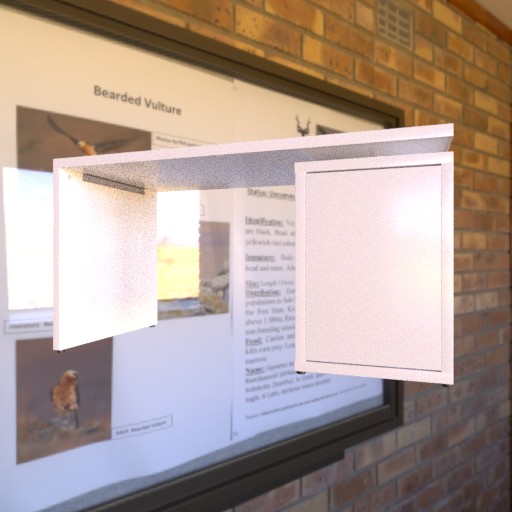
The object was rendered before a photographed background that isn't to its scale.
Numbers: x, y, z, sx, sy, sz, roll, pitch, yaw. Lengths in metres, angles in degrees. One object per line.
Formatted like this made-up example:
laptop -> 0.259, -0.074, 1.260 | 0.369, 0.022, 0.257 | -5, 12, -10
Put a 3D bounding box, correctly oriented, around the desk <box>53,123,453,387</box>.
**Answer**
desk -> 0.000, 0.000, 1.788 | 1.400, 0.740, 0.690 | 0, 0, 19
